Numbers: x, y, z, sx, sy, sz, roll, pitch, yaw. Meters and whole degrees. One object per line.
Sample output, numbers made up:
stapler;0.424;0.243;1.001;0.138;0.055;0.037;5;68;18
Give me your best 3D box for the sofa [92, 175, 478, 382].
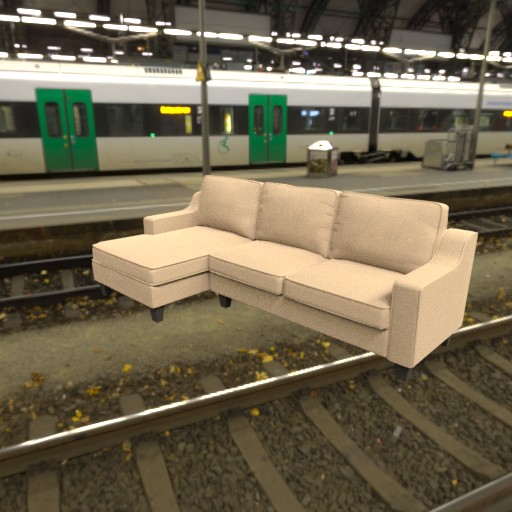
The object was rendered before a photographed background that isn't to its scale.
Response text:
sofa;0.000;0.000;3.205;2.561;0.928;1.294;15;23;42
